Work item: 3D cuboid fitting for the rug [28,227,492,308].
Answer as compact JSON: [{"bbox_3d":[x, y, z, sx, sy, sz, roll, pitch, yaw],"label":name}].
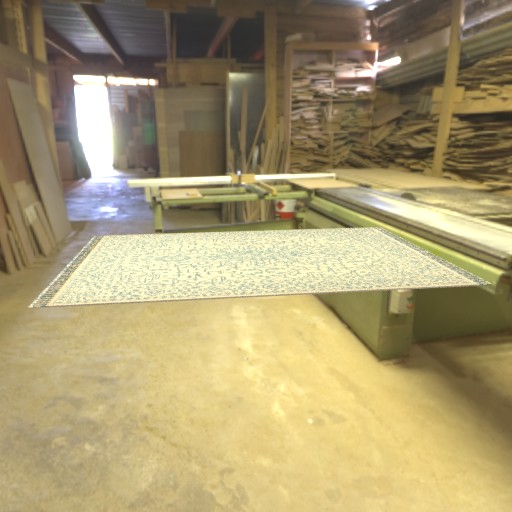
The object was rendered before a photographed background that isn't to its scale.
[{"bbox_3d":[0.000,0.000,3.028,2.438,0.010,1.524,-2,16,-8],"label":"rug"}]
